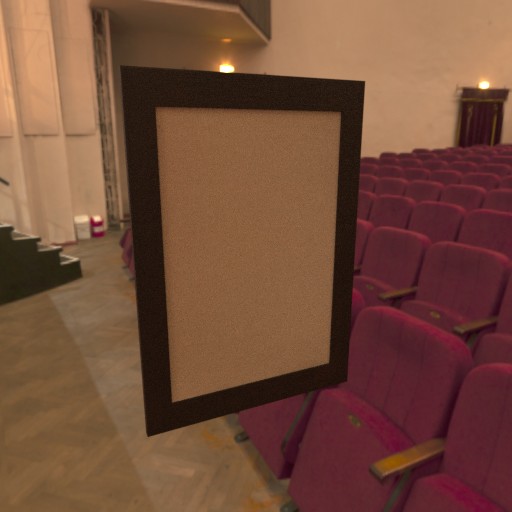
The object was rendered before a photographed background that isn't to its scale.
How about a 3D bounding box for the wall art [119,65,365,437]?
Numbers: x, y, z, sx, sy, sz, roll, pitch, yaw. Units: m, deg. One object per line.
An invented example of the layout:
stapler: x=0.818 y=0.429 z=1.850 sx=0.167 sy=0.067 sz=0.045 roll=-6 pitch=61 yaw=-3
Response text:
wall art: x=0.000 y=0.000 z=0.666 sx=0.359 sy=0.508 sz=0.013 roll=-7 pitch=17 yaw=-24
